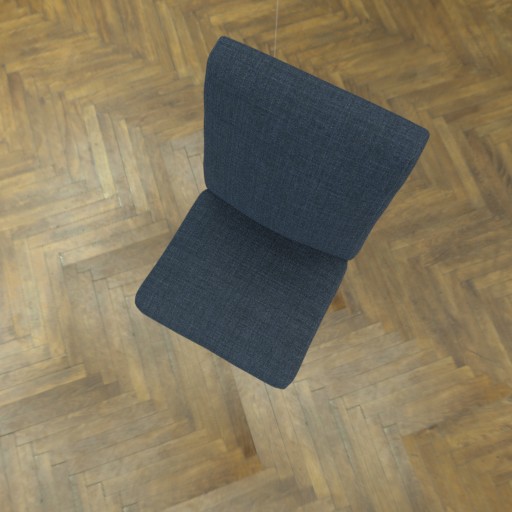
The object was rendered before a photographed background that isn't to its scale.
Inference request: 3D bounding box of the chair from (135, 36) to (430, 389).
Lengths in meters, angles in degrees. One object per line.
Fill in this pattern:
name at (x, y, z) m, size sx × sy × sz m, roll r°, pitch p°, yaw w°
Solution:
chair at (0.000, 0.000, 1.256) m, size 0.507 × 0.911 × 0.586 m, roll 28°, pitch 77°, yaw 7°
